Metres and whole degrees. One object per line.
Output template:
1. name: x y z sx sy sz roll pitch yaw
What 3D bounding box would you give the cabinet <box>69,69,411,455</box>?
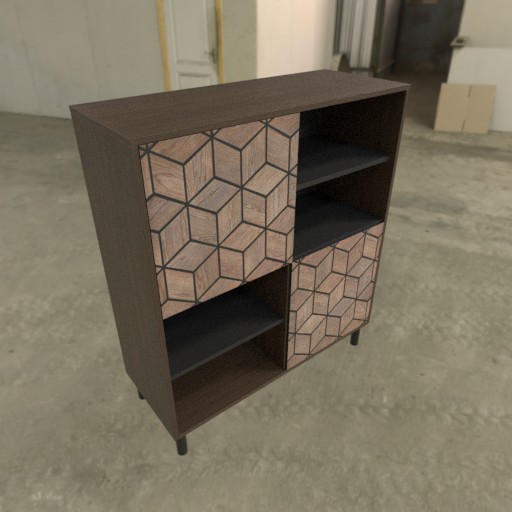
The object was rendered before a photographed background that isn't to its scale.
1. cabinet: 0.000 0.000 1.669 1.010 1.170 0.400 -22 38 -32
